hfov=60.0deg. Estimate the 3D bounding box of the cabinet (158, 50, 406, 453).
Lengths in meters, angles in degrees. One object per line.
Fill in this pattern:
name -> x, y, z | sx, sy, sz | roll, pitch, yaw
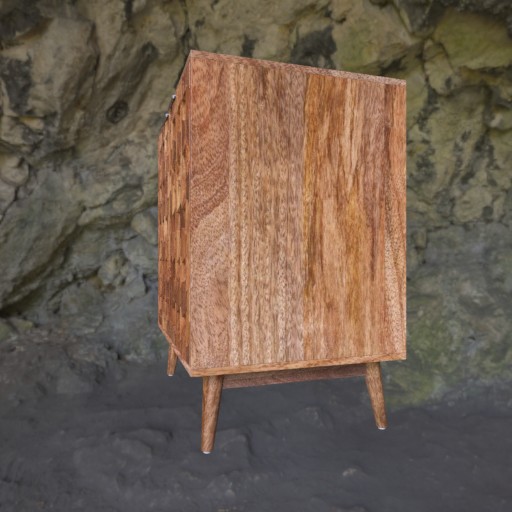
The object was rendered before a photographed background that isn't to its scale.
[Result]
cabinet -> 0.000, 0.000, 1.190 | 0.473, 0.758, 0.647 | 0, 0, -18
